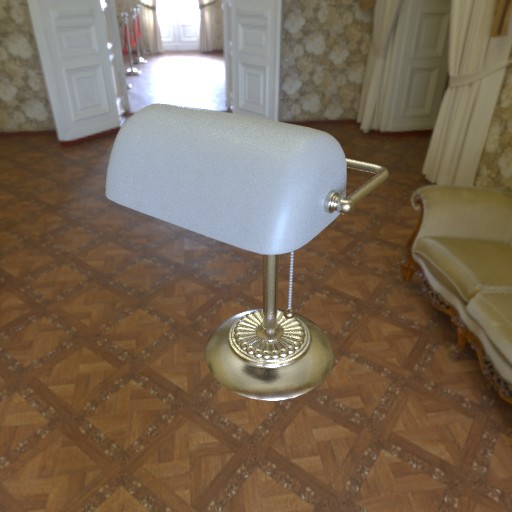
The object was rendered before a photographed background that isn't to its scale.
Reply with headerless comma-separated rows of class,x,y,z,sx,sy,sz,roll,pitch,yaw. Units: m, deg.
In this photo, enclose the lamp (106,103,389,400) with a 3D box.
lamp,0.000,0.000,0.510,0.264,0.339,0.243,20,37,29
